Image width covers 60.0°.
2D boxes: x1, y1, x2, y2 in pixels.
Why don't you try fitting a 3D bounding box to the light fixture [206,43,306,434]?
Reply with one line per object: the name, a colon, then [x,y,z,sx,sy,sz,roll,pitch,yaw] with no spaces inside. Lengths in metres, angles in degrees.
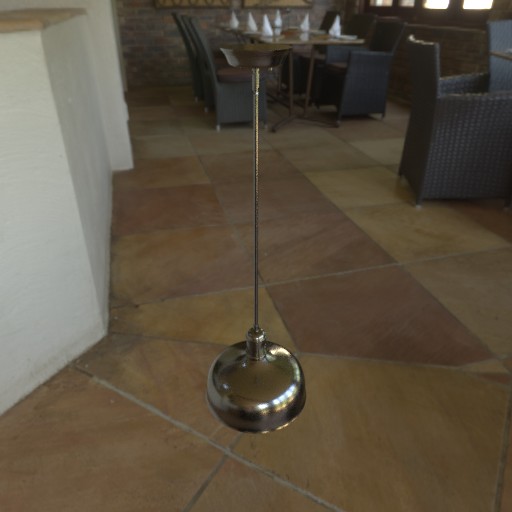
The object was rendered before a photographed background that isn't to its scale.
light fixture: [0.000,0.000,1.092,0.299,0.935,0.299,18,35,29]
